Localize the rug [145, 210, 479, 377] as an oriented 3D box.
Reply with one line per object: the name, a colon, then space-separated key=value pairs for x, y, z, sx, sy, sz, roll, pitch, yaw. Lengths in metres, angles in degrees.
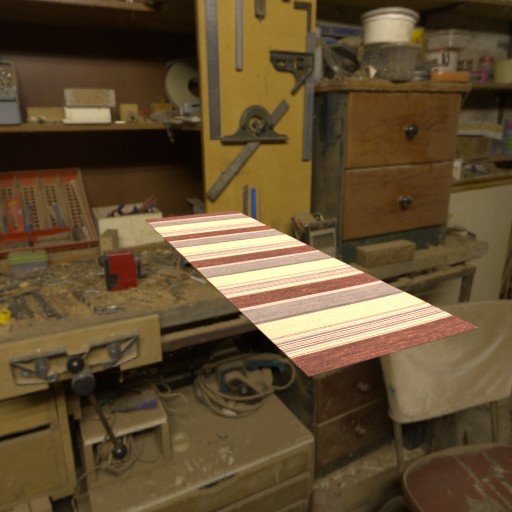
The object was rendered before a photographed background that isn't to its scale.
rug: x=0.000 y=0.000 z=2.644 sx=0.792 sy=0.006 sz=2.437 roll=-8 pitch=20 yaw=-24
